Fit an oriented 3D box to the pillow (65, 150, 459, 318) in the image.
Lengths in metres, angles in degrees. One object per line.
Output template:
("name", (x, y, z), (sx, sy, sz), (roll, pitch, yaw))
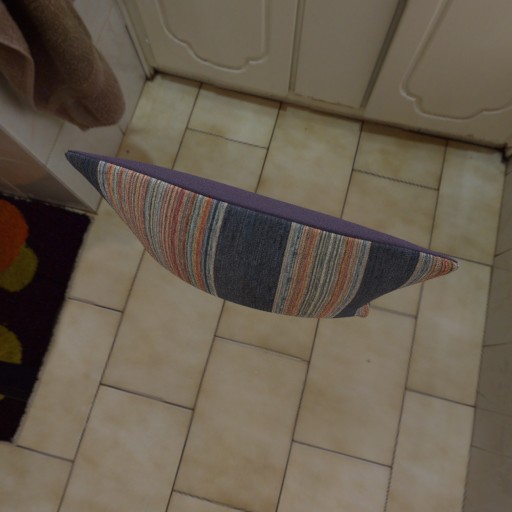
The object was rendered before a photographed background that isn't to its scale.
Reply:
("pillow", (0.000, 0.000, 0.657), (0.437, 0.419, 0.136), (16, 76, 4))
